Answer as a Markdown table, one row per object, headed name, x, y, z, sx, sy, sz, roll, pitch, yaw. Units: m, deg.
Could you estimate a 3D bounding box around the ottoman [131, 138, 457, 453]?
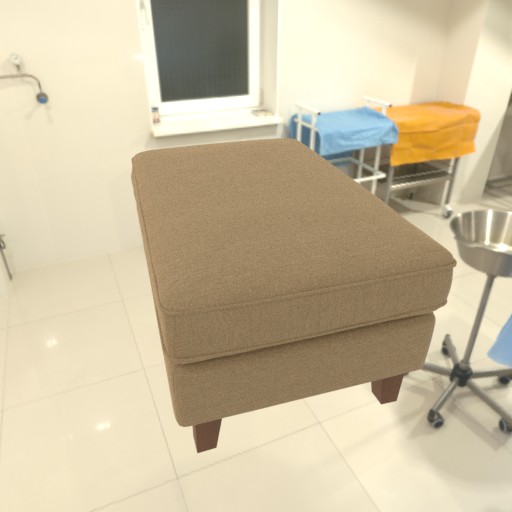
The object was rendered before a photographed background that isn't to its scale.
| name | x | y | z | sx | sy | sz | roll | pitch | yaw |
| --- | --- | --- | --- | --- | --- | --- | --- | --- | --- |
| ottoman | 0.000 | 0.000 | 1.312 | 0.636 | 0.521 | 0.945 | -9 | 32 | -15 |
